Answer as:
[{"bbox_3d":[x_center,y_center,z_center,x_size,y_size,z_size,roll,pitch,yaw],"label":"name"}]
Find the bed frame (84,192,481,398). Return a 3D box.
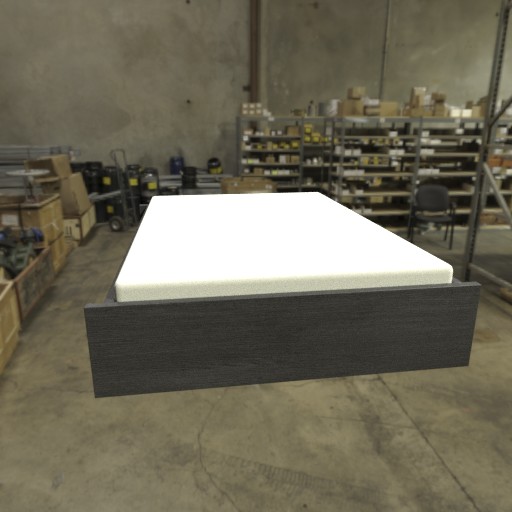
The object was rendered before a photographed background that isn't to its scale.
[{"bbox_3d":[0.000,0.000,2.590,1.490,0.432,1.950,-3,17,-8],"label":"bed frame"}]
